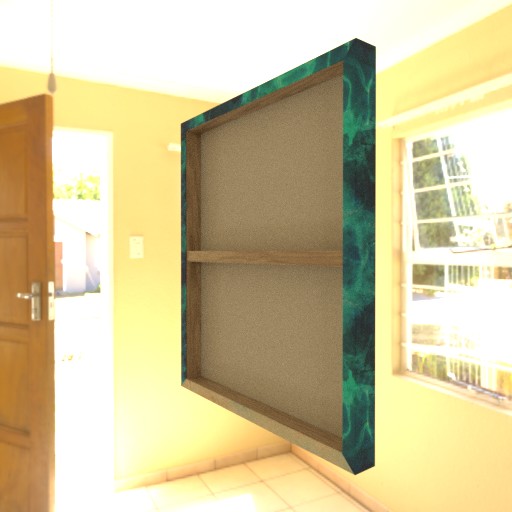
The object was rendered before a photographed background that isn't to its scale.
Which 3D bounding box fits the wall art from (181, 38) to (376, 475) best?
[{"bbox_3d":[0.000,0.000,0.697,0.038,0.508,0.432,0,1,-37],"label":"wall art"}]
